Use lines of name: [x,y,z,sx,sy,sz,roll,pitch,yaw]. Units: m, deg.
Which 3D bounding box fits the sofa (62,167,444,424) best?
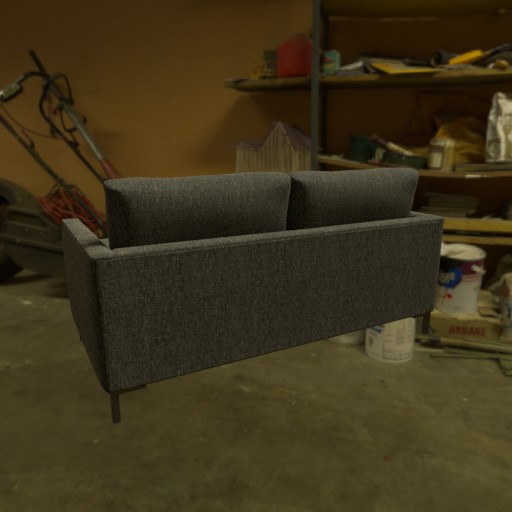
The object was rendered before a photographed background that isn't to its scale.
sofa: [0.000,0.000,2.221,1.716,0.862,0.866,-8,16,-28]
